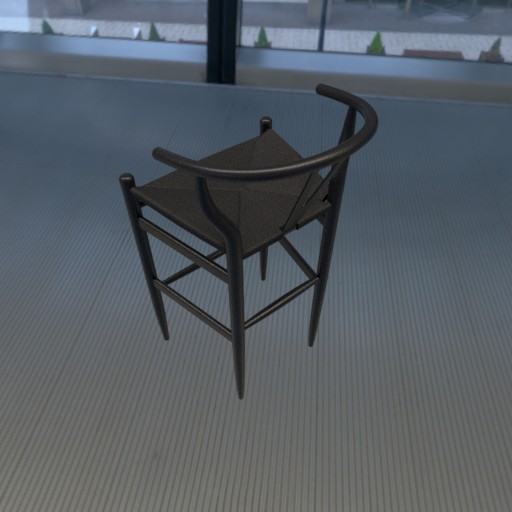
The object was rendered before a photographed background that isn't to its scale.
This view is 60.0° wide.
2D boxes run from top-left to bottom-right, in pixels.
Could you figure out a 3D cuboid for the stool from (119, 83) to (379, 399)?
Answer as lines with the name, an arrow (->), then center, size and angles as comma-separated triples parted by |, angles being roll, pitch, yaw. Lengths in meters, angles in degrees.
stool -> 0.000, 0.000, 1.445 | 0.569, 1.072, 0.579 | -30, 53, -26
